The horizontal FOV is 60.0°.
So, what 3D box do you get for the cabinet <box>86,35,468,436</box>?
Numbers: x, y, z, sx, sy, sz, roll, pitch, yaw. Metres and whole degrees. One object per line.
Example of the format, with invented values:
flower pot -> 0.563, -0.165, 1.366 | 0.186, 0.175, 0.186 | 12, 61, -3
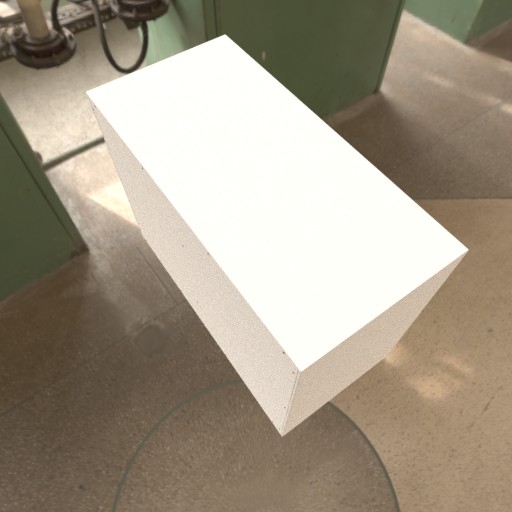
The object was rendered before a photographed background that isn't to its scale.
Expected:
cabinet -> 0.000, 0.000, 1.237 | 0.398, 0.761, 0.800 | -31, 64, -17
